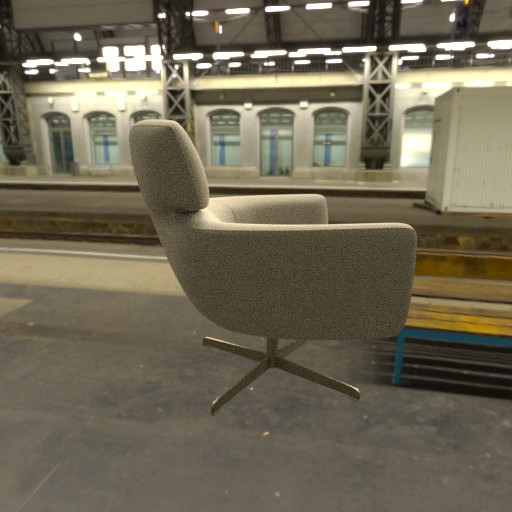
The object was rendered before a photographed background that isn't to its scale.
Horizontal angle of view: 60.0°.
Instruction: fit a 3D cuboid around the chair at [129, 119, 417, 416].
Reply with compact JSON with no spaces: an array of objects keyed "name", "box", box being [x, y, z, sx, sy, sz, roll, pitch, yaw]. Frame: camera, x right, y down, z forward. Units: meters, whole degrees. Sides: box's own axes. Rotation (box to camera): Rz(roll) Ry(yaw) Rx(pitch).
[{"name":"chair","box":[0.000,0.000,1.408,0.730,0.810,0.760,-2,14,-9]}]
